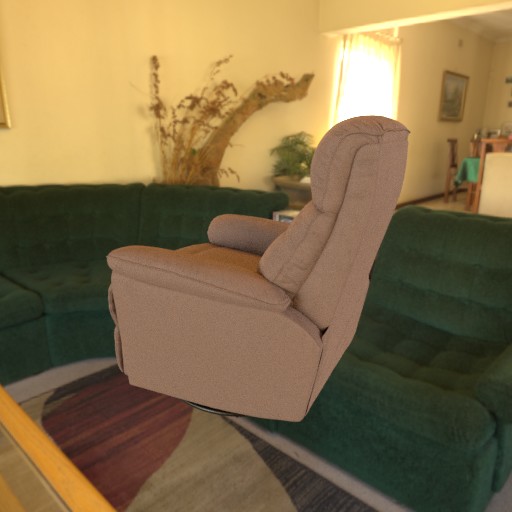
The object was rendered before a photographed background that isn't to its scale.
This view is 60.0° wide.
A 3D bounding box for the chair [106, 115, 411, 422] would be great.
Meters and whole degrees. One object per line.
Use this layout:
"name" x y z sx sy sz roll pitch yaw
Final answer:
"chair" 0.000 0.000 1.727 1.004 1.037 0.820 7 17 25
